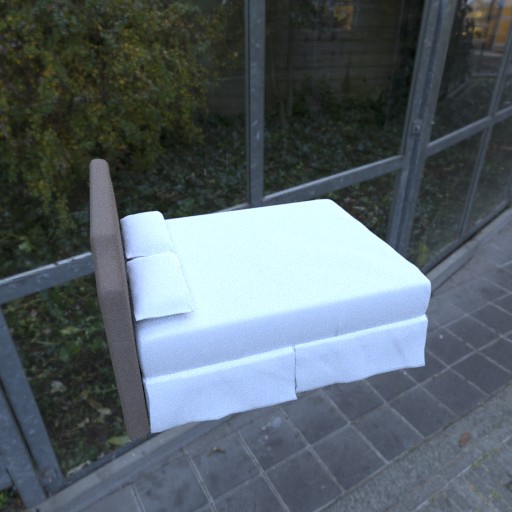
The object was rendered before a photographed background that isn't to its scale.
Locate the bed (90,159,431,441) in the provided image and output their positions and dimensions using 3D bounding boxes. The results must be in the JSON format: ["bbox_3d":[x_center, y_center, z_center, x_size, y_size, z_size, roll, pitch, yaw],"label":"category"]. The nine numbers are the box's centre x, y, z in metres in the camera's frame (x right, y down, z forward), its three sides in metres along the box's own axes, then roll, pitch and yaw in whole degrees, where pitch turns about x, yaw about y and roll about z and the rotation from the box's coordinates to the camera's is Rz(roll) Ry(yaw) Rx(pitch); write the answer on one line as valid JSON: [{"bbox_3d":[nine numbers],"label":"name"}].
[{"bbox_3d":[0.000,0.000,3.266,2.116,1.290,1.693,-9,31,-16],"label":"bed"}]
